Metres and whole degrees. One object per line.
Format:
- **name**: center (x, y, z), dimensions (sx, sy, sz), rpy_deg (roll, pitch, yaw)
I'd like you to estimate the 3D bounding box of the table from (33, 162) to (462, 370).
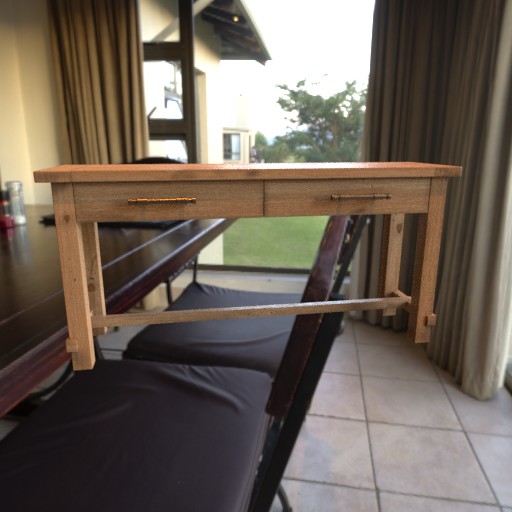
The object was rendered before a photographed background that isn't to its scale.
- **table**: center (0.000, 0.000, 1.909), dimensions (1.599, 0.762, 0.442), rpy_deg (-2, 15, -9)
